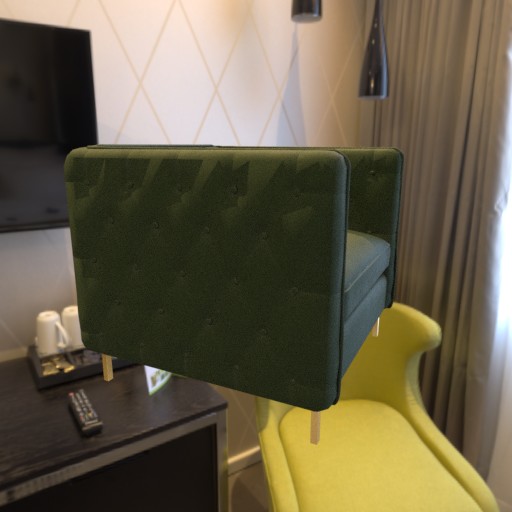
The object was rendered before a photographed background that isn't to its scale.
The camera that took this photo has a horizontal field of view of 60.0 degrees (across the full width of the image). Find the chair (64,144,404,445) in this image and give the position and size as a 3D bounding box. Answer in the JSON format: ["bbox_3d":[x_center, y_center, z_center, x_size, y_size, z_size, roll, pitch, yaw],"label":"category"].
[{"bbox_3d":[0.000,0.000,1.571,0.855,0.768,0.917,7,16,26],"label":"chair"}]
